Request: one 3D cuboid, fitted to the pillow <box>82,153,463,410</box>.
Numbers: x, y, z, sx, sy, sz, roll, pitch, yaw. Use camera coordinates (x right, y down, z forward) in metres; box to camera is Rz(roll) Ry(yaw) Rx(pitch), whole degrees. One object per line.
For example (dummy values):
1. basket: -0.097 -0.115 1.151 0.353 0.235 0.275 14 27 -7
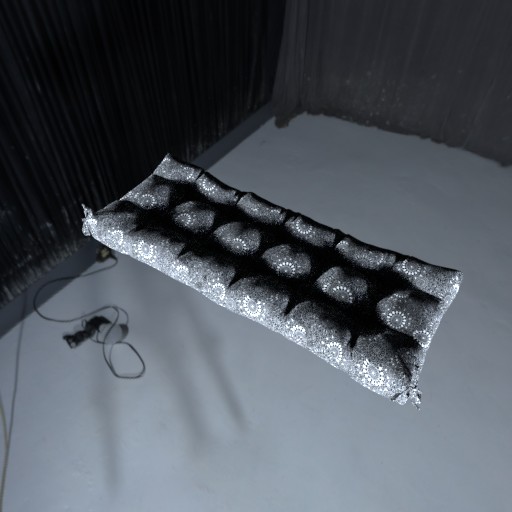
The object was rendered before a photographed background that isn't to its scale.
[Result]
1. pillow: 0.000 0.000 1.382 1.194 0.174 0.511 25 52 21
